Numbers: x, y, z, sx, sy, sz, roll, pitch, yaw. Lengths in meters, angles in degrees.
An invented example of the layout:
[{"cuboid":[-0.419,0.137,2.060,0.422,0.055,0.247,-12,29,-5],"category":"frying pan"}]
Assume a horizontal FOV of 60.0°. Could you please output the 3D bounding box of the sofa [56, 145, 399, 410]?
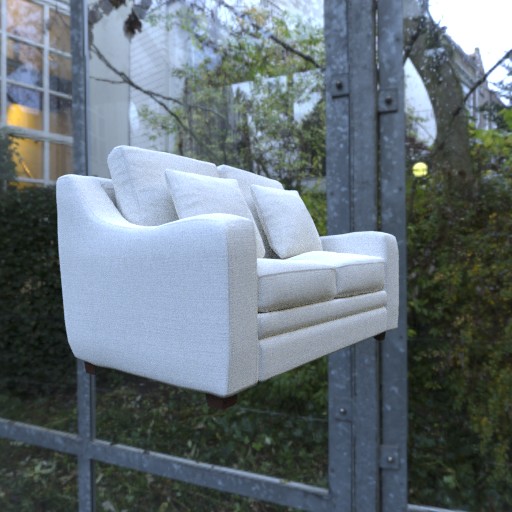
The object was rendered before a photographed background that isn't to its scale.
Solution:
[{"cuboid":[0.000,0.000,2.390,1.040,1.047,1.744,0,0,36],"category":"sofa"}]
